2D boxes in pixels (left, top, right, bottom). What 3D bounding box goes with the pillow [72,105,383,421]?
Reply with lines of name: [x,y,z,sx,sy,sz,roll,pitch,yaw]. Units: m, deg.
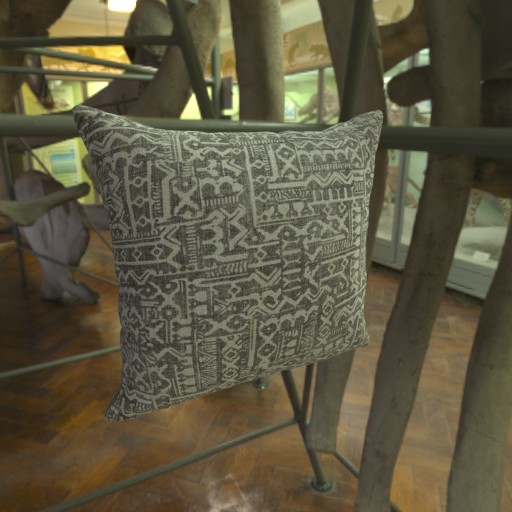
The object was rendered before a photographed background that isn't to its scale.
pillow: [0.000,0.000,0.765,0.546,0.487,0.180,-9,18,-27]
